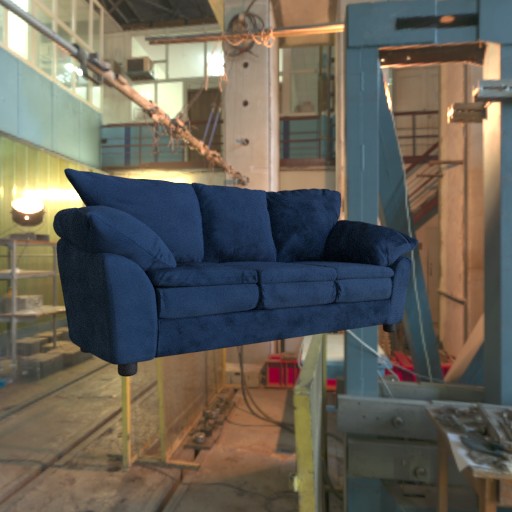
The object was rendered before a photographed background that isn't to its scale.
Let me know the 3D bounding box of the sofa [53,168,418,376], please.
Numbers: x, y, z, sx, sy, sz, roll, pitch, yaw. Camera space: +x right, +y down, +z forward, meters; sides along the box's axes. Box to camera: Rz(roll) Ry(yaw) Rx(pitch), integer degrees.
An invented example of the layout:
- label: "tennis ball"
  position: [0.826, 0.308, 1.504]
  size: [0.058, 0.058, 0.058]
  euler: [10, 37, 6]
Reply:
- label: "sofa"
  position: [0.000, 0.000, 2.878]
  size: [2.390, 1.091, 0.907]
  euler: [0, 0, -37]
